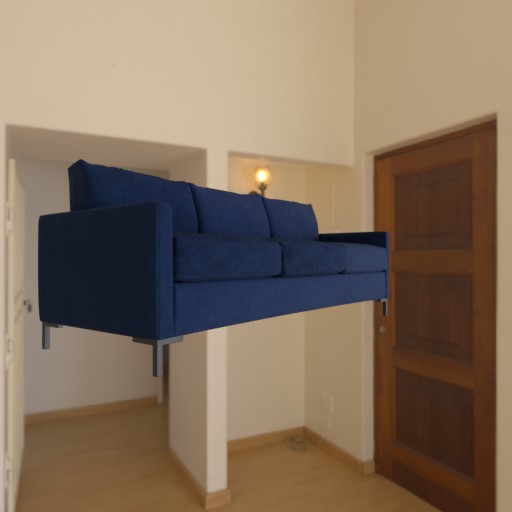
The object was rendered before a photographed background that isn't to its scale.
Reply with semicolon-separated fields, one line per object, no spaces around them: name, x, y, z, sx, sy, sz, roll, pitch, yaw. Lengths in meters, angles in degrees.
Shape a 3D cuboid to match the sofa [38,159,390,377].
sofa;0.000;0.000;2.680;0.875;0.879;2.252;0;-1;38
